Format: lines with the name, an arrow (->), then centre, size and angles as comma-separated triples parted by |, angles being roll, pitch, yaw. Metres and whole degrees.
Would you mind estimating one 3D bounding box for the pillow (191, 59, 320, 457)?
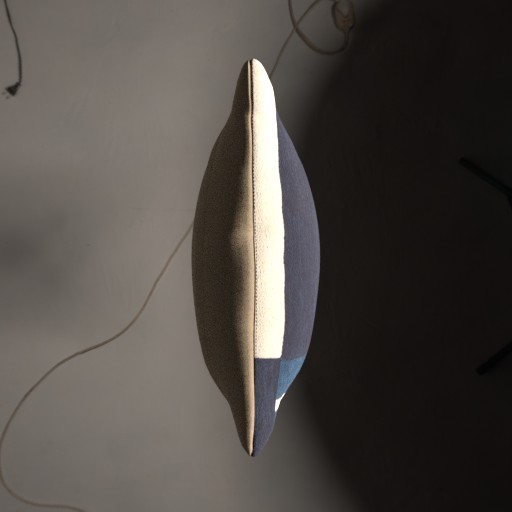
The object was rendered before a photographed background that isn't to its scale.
pillow -> 0.000, 0.000, 0.806 | 0.229, 0.506, 0.536 | 0, 90, 1
